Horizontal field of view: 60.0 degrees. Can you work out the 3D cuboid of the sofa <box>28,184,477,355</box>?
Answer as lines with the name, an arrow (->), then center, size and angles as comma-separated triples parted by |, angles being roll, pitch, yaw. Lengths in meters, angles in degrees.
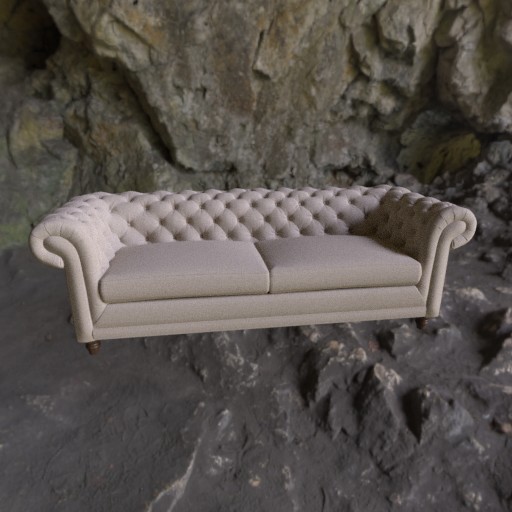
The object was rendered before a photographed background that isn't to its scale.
sofa -> 0.000, 0.000, 3.112 | 2.694, 0.847, 1.076 | -3, 18, -9
